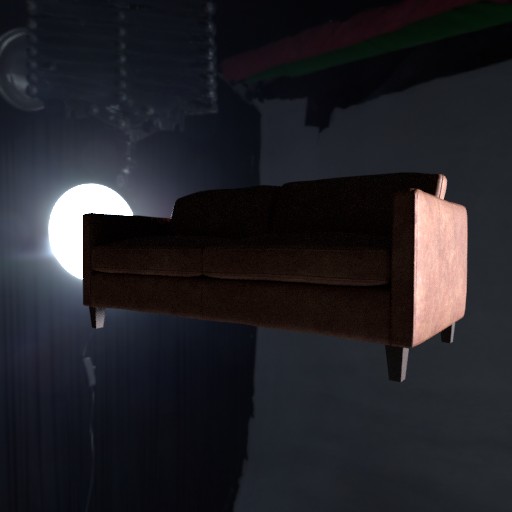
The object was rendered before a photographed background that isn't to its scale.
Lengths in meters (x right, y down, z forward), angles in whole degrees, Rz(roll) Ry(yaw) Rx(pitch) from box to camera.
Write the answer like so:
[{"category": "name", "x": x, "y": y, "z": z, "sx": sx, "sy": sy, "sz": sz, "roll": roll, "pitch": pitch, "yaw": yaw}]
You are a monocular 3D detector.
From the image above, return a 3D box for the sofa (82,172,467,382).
[{"category": "sofa", "x": 0.000, "y": 0.000, "z": 2.416, "sx": 1.971, "sy": 0.863, "sz": 0.923, "roll": 1, "pitch": 1, "yaw": 36}]
